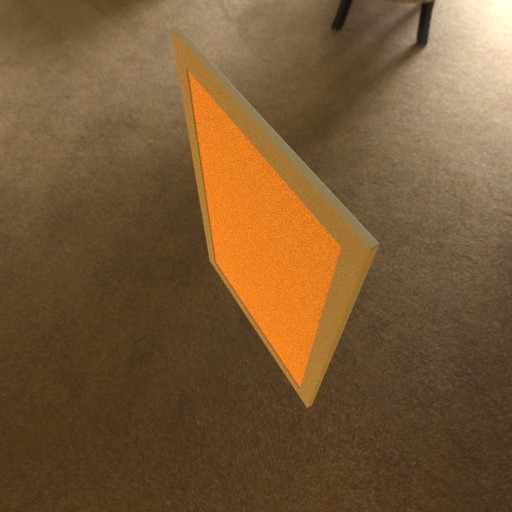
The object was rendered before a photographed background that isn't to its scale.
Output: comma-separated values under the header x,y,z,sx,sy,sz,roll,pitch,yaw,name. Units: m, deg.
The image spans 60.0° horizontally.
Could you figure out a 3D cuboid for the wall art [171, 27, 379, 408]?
x,y,z,sx,sy,sz,roll,pitch,yaw,name
0.000,0.000,0.675,0.012,0.529,0.374,-28,62,-16,wall art
